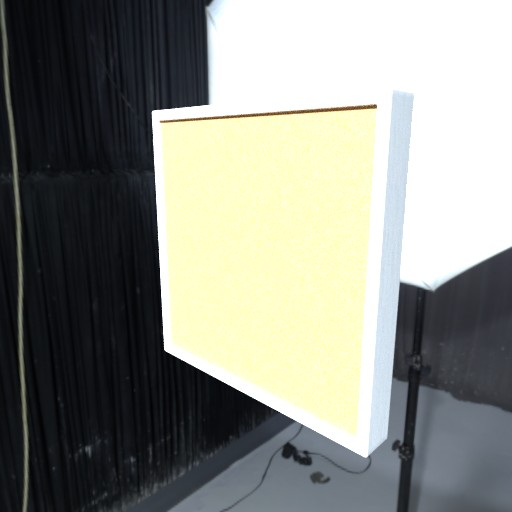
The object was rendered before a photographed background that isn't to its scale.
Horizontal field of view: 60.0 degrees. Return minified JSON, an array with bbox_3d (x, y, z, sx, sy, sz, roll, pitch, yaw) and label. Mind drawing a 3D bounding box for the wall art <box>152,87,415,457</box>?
[{"bbox_3d":[0.000,0.000,0.466,0.305,0.305,0.038,13,19,43],"label":"wall art"}]
